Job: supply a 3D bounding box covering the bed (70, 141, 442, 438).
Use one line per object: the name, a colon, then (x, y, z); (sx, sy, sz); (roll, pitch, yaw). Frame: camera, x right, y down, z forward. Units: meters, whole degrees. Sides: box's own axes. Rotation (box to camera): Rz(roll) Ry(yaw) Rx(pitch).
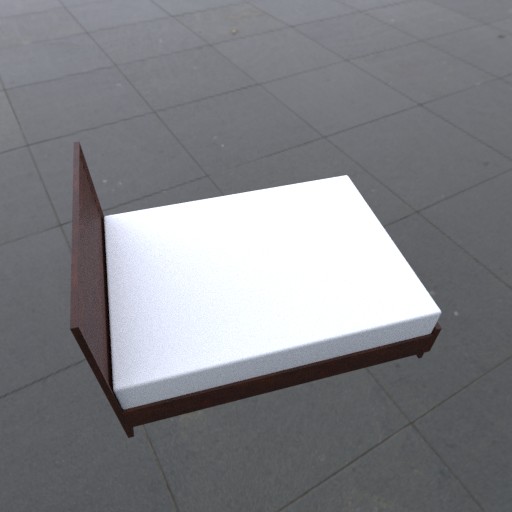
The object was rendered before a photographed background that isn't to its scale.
bed: (0.000, 0.000, 3.200); (2.184, 1.270, 1.600); (-11, 48, -10)
